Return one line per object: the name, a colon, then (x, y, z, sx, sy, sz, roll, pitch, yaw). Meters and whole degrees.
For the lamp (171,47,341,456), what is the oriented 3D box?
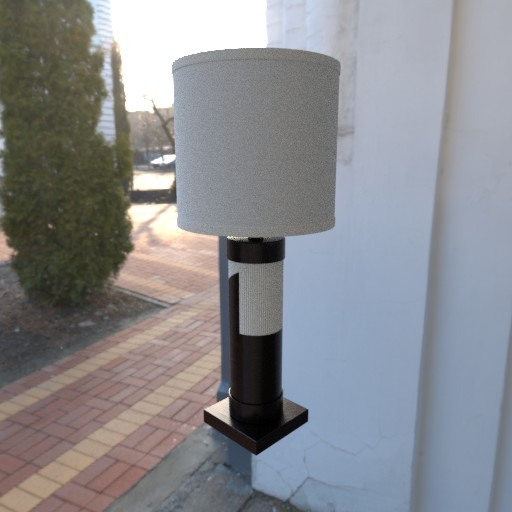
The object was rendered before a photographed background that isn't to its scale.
lamp: (0.000, 0.000, 0.610, 0.211, 0.509, 0.211, 12, 17, 43)
